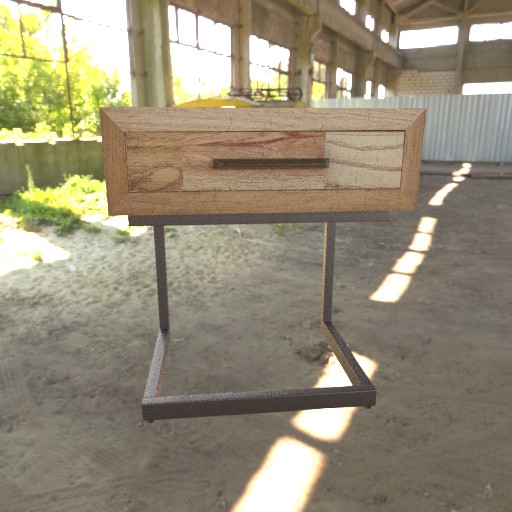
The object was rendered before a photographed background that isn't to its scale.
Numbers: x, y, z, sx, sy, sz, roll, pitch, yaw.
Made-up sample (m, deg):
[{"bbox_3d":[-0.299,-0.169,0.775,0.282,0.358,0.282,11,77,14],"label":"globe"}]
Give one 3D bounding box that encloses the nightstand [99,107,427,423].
[{"bbox_3d":[0.000,0.000,1.026,0.558,0.632,0.481,-2,16,-6],"label":"nightstand"}]
